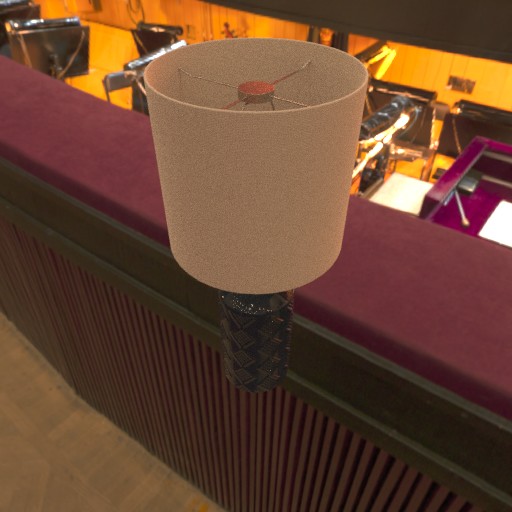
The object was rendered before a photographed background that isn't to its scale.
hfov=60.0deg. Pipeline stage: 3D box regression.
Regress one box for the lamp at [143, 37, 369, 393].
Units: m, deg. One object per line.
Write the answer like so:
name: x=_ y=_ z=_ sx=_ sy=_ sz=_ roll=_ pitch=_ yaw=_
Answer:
lamp: x=0.000 y=0.000 z=0.562 sx=0.207 sy=0.461 sz=0.207 roll=25 pitch=46 yaw=26
